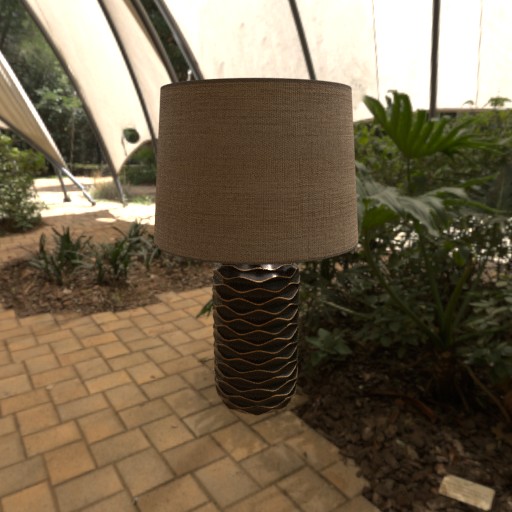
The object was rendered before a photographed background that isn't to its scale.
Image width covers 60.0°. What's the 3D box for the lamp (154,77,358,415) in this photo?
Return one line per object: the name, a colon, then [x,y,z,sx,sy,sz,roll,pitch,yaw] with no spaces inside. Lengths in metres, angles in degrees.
lamp: [0.000,0.000,0.843,0.376,0.594,0.376,0,15,0]
